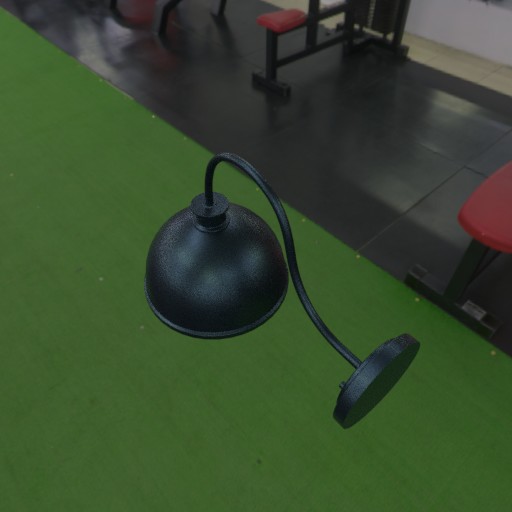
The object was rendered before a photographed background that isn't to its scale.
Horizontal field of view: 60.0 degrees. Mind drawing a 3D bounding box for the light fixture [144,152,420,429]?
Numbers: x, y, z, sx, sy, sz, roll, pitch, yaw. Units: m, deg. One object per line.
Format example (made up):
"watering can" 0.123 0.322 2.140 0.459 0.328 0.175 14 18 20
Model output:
"light fixture" 0.000 0.000 0.622 0.253 0.295 0.467 -32 55 -26
